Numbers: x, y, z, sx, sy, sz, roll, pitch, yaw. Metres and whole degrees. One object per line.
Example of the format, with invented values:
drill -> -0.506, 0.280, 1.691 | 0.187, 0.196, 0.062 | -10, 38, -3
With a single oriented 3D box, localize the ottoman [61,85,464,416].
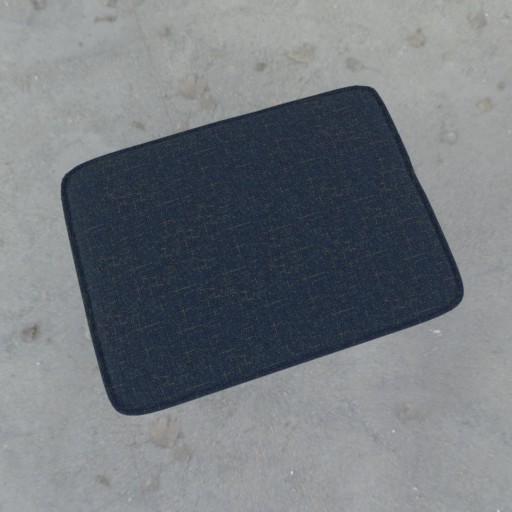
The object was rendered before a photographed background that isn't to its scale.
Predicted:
ottoman -> 0.000, 0.000, 1.092 | 0.749, 0.450, 0.549 | -17, 77, -4
